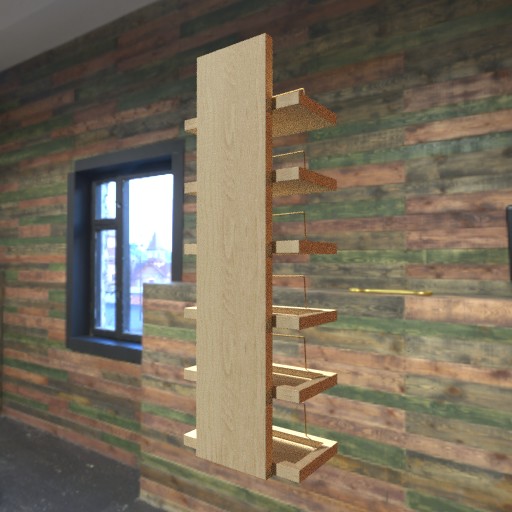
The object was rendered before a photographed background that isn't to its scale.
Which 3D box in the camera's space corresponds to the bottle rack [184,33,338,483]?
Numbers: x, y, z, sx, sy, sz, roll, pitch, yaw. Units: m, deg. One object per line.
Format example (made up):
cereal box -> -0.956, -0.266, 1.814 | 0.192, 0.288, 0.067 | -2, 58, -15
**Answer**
bottle rack -> 0.000, 0.000, 1.075 | 0.330, 0.943, 0.206 | -1, -1, 36
